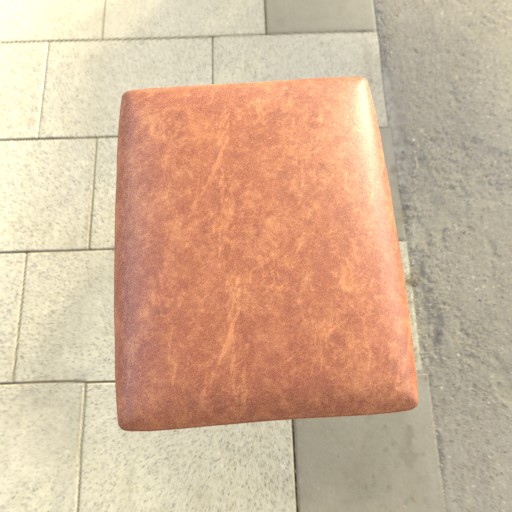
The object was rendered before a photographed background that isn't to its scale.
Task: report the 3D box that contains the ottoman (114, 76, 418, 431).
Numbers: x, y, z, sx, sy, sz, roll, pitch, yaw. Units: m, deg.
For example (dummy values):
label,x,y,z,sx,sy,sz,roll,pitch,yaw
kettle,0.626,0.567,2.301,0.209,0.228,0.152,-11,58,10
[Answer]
label,x,y,z,sx,sy,sz,roll,pitch,yaw
ottoman,0.000,0.000,1.085,0.586,0.486,0.742,-4,75,-1
